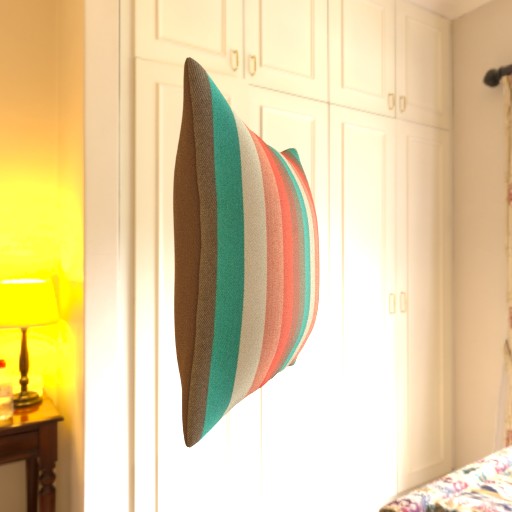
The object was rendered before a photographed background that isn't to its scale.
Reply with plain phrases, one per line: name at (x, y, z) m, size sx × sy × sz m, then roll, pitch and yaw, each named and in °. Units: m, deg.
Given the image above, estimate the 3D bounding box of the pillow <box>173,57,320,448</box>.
pillow at (0.000, 0.000, 0.702) m, size 0.168 × 0.443 × 0.453 m, roll 0°, pitch 0°, yaw 20°
